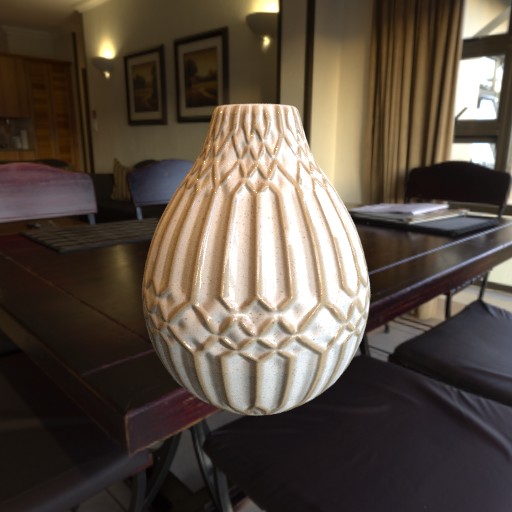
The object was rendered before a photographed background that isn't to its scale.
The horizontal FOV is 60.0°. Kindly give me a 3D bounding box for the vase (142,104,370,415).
[{"bbox_3d":[0.000,0.000,0.313,0.159,0.200,0.159,0,14,0],"label":"vase"}]
